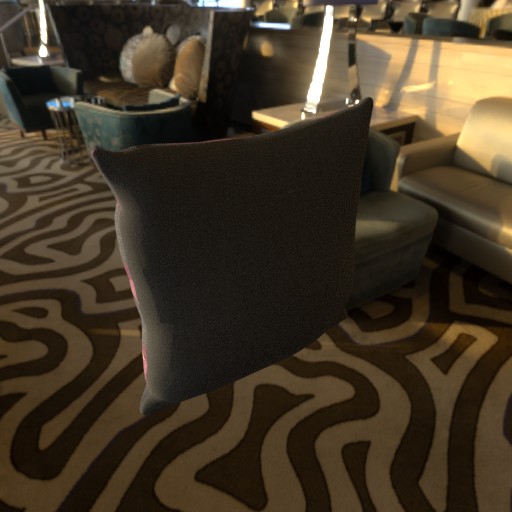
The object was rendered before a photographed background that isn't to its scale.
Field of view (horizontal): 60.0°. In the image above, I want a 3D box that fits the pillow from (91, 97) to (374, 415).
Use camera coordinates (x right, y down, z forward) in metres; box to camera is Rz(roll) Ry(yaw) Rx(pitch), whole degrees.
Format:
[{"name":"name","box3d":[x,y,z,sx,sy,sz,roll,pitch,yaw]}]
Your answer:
[{"name":"pillow","box3d":[0.000,0.000,0.791,0.503,0.496,0.208,-19,36,-29]}]
